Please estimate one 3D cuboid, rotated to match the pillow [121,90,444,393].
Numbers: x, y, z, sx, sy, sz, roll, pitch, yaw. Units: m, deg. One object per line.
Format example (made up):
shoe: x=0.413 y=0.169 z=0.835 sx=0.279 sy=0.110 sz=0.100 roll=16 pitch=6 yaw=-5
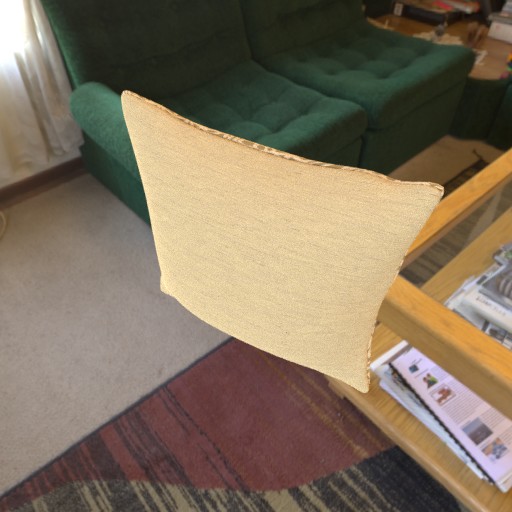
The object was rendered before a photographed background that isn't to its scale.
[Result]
pillow: x=0.000 y=0.000 z=0.668 sx=0.438 sy=0.421 sz=0.167 roll=23 pitch=50 yaw=21
